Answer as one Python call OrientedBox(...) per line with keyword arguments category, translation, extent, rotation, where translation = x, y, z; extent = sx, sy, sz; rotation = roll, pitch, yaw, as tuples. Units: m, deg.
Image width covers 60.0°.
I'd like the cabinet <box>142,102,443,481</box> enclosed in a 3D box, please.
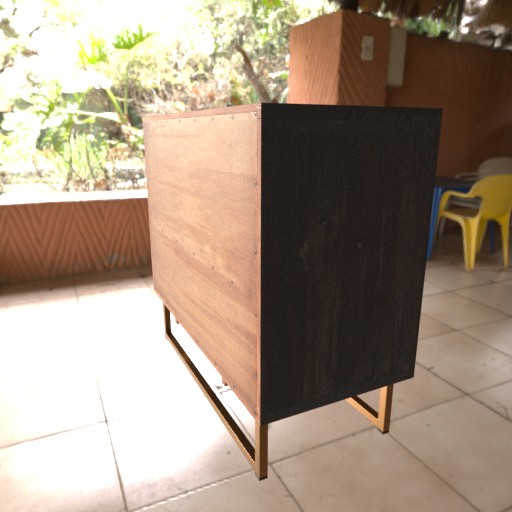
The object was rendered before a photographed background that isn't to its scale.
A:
OrientedBox(category="cabinet", translation=(0.000, 0.000, 1.407), extent=(0.451, 0.860, 0.950), rotation=(-8, 17, -25))
